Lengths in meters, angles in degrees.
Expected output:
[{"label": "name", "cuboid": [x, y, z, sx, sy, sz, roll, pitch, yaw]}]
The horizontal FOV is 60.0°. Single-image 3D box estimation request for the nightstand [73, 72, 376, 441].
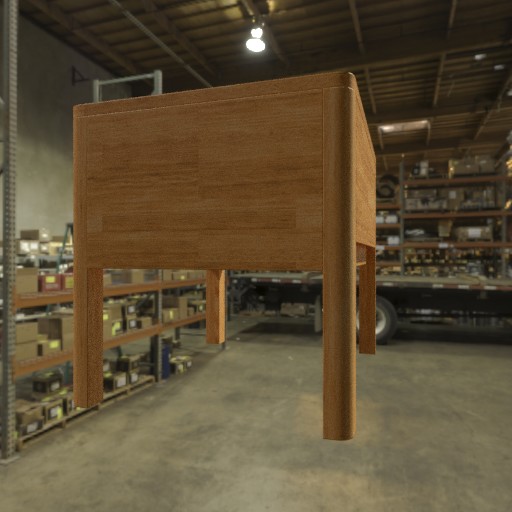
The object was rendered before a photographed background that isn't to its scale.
[{"label": "nightstand", "cuboid": [0.000, 0.000, 0.893, 0.440, 0.470, 0.560, 0, 0, 18]}]
